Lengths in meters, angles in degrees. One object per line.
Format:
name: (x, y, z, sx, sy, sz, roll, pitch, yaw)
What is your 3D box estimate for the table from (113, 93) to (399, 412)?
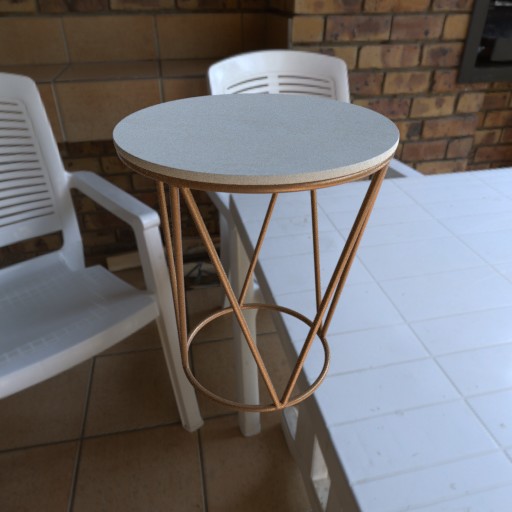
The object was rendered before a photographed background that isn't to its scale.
table: (0.000, 0.000, 0.949, 0.500, 0.564, 0.500, 0, 32, 0)
